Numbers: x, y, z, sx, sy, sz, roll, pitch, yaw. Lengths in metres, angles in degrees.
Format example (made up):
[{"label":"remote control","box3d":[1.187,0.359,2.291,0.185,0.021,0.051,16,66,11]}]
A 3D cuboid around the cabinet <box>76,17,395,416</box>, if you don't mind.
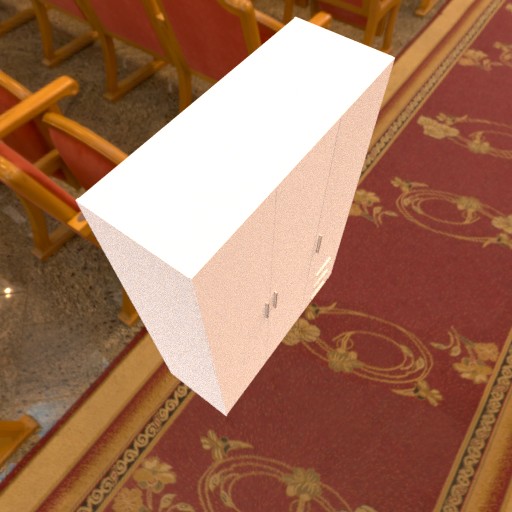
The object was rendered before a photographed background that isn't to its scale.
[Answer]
[{"label":"cabinet","box3d":[0.000,0.000,2.450,0.510,1.910,1.290,32,64,18]}]
